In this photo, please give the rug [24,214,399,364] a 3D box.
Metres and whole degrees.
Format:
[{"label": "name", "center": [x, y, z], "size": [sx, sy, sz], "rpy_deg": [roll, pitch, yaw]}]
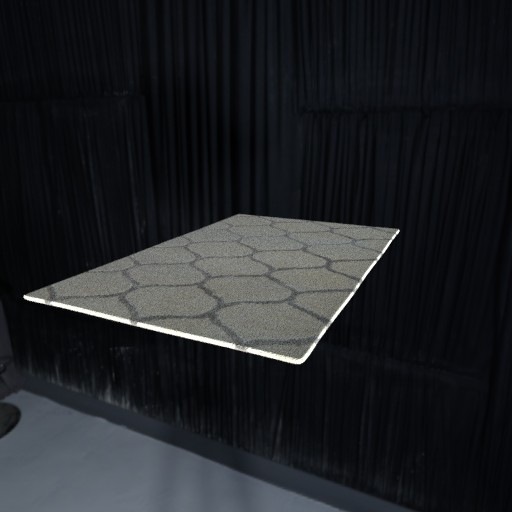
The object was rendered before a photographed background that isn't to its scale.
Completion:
[{"label": "rug", "center": [0.000, 0.000, 2.946], "size": [1.501, 0.024, 2.348], "rpy_deg": [8, 18, 24]}]
